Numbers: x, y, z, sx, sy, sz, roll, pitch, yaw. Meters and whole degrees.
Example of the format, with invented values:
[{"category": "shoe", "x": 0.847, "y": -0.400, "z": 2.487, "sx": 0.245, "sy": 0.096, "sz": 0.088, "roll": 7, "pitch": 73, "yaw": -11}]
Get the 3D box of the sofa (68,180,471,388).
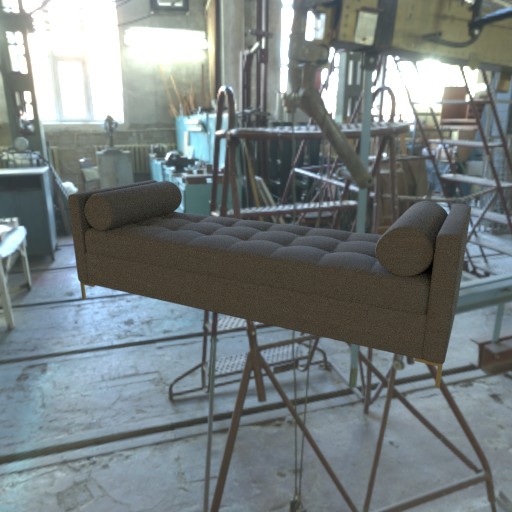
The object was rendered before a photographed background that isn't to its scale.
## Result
[{"category": "sofa", "x": 0.000, "y": 0.000, "z": 2.360, "sx": 1.981, "sy": 0.635, "sz": 0.686, "roll": 9, "pitch": 19, "yaw": 26}]
